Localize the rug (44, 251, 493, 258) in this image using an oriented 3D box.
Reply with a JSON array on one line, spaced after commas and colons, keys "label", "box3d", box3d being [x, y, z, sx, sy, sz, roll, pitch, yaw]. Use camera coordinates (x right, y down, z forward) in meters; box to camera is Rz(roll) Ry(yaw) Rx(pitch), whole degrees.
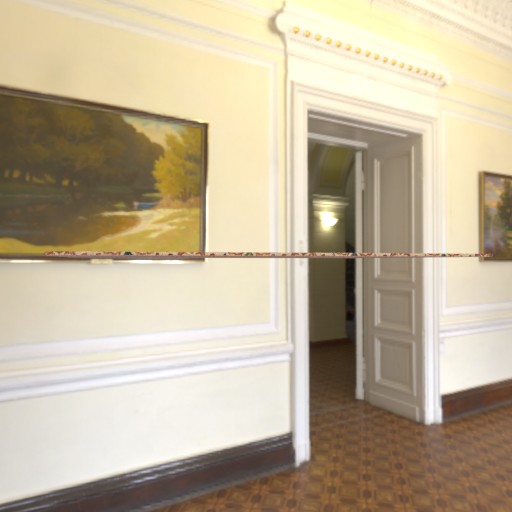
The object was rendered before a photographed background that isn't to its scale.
[{"label": "rug", "box3d": [0.000, 0.000, 2.859, 2.297, 0.018, 1.541, 0, -1, -18]}]
